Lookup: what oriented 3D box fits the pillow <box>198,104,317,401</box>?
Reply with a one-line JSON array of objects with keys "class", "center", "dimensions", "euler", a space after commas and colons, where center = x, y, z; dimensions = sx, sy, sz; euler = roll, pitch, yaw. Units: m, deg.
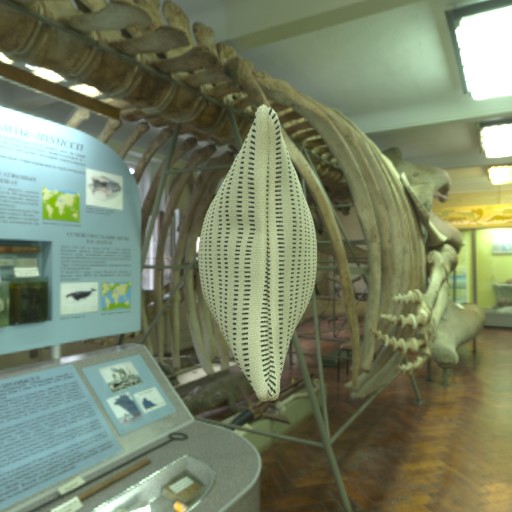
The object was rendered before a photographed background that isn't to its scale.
[{"class": "pillow", "center": [0.000, 0.000, 0.834], "dimensions": [0.210, 0.353, 0.640], "euler": [0, -1, -1]}]
